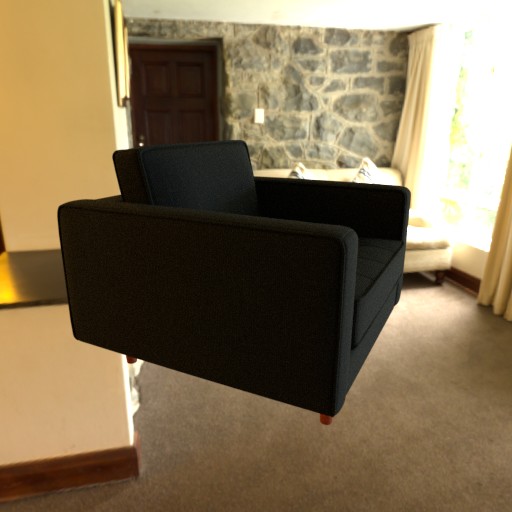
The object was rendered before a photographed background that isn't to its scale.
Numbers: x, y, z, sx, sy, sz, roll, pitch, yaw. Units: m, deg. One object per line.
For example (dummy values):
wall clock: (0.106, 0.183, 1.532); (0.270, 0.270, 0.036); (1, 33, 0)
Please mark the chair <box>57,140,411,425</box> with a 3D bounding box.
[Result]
chair: (0.000, 0.000, 1.560); (0.920, 0.770, 0.899); (8, 19, 26)
